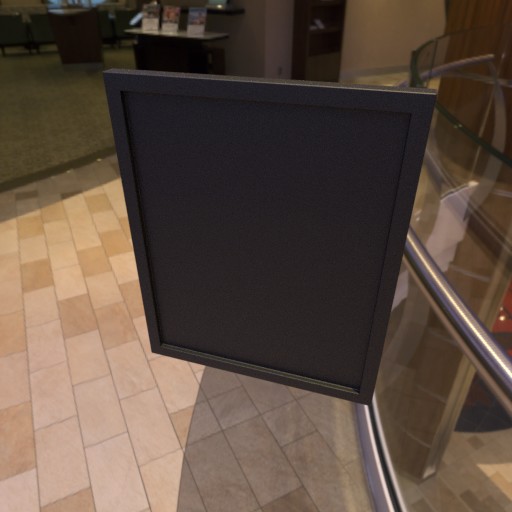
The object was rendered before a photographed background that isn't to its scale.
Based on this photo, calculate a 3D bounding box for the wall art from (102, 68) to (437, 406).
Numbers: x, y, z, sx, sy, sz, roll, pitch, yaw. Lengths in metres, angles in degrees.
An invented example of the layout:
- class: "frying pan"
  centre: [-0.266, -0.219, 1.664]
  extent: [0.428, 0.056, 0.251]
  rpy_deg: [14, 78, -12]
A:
- class: "wall art"
  centre: [0.000, 0.000, 0.741]
  extent: [0.457, 0.559, 0.028]
  rpy_deg: [10, 34, 15]
